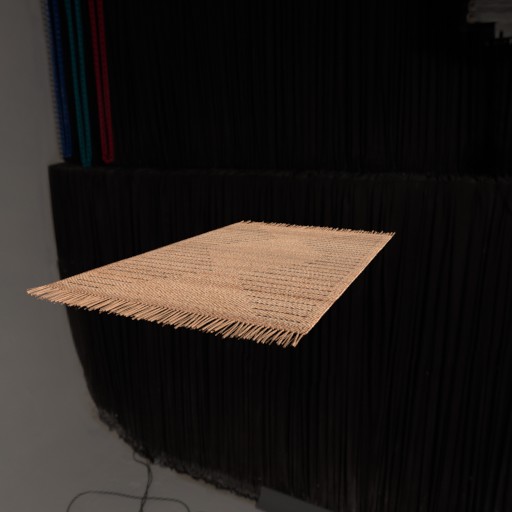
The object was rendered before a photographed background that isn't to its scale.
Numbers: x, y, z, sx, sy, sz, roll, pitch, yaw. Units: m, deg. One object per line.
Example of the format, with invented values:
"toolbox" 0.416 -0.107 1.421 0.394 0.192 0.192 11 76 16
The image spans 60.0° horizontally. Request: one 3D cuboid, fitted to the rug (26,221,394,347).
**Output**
"rug" 0.000 0.000 2.513 1.224 0.027 2.085 6 15 25
